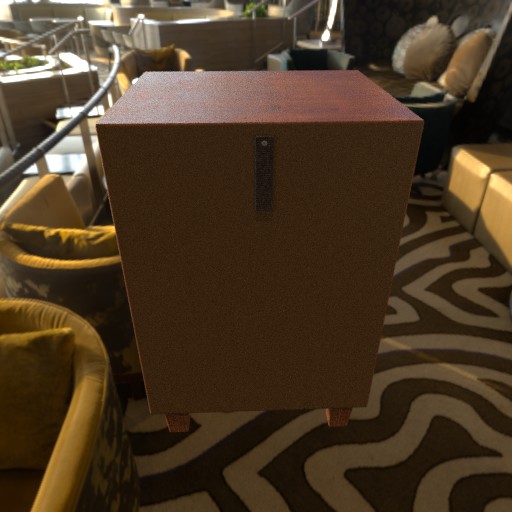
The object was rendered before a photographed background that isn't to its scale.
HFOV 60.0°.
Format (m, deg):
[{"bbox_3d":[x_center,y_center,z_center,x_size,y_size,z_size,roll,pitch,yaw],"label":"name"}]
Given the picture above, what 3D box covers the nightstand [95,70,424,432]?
[{"bbox_3d":[0.000,0.000,0.977,0.465,0.695,0.410,-1,32,-2],"label":"nightstand"}]
